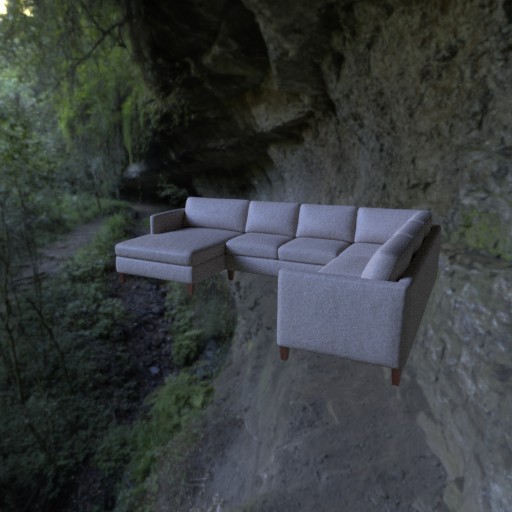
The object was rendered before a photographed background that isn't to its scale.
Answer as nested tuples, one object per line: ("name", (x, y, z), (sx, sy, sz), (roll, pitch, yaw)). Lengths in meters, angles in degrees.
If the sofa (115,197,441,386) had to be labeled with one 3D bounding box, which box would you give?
("sofa", (0.000, 0.000, 4.626), (3.403, 0.889, 2.551), (7, 16, 26))
